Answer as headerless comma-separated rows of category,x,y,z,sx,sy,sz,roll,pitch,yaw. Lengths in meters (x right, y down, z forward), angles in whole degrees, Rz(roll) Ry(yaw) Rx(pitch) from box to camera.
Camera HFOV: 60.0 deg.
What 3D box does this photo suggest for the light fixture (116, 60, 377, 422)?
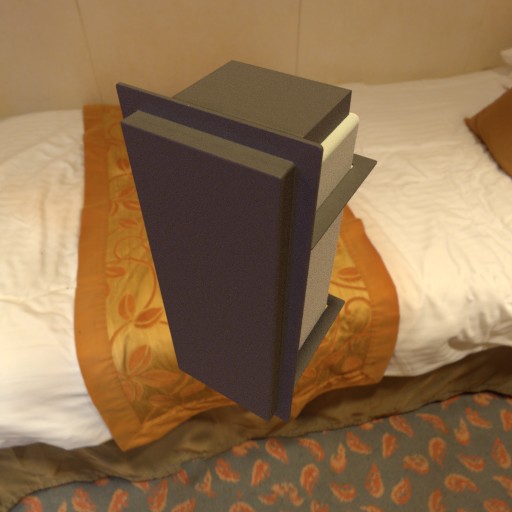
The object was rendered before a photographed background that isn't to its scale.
light fixture,0.000,0.000,0.426,0.153,0.347,0.146,24,50,22
